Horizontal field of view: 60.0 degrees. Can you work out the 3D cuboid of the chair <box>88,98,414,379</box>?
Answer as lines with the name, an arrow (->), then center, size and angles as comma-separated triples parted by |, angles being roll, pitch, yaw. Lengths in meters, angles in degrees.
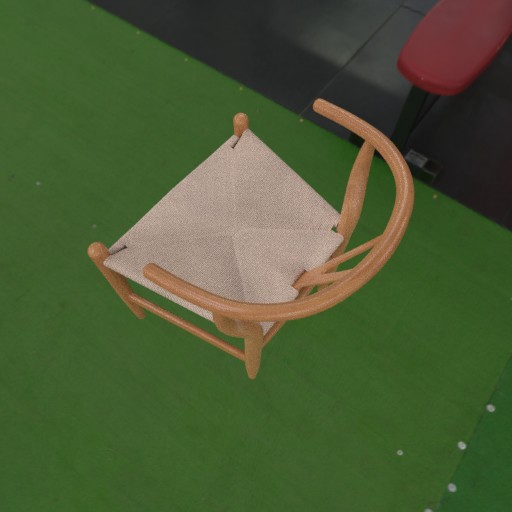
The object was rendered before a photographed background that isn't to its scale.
chair -> 0.000, 0.000, 1.143 | 0.579, 0.730, 0.569 | 36, 69, 17
